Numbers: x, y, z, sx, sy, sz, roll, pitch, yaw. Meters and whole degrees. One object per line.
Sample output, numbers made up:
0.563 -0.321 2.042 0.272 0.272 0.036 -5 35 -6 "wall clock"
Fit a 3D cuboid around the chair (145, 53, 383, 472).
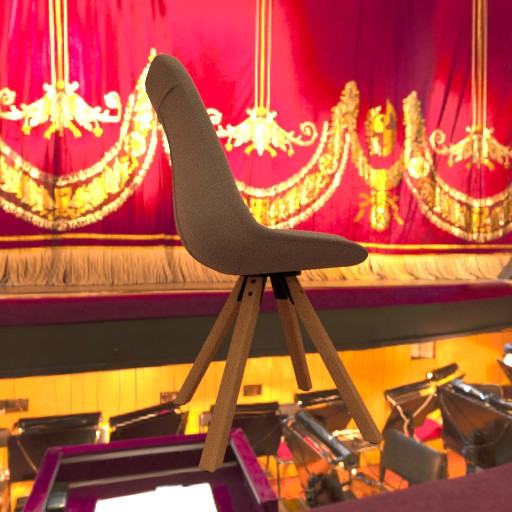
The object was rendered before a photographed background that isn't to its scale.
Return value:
0.000 0.000 1.137 0.549 0.863 0.474 0 1 -18 "chair"
